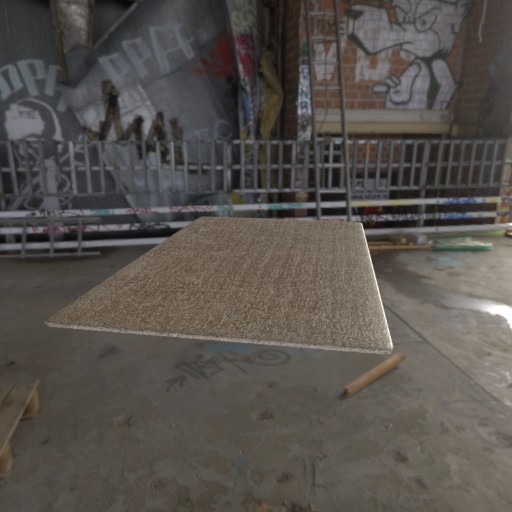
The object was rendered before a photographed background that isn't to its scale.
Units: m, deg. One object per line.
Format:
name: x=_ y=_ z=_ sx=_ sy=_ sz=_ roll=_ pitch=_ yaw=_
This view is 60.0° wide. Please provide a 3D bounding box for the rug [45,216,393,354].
rug: x=0.000 y=0.000 z=3.034 sx=1.539 sy=0.024 sz=2.469 roll=3 pitch=17 yaw=10
